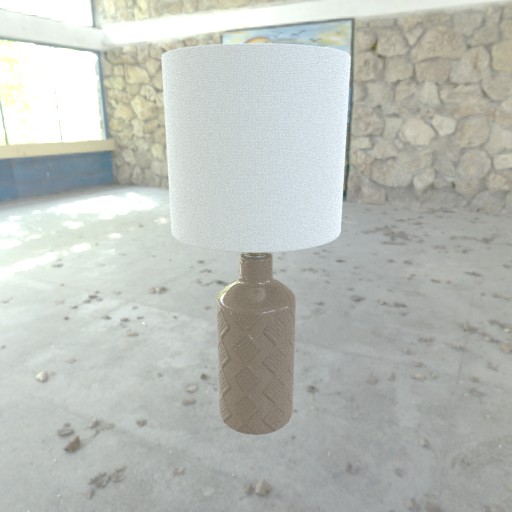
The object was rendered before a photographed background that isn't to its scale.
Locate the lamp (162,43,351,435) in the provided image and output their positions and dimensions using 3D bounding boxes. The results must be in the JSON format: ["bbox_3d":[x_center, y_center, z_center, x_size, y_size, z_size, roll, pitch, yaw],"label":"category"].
[{"bbox_3d":[0.000,0.000,0.561,0.207,0.461,0.207,9,20,27],"label":"lamp"}]
